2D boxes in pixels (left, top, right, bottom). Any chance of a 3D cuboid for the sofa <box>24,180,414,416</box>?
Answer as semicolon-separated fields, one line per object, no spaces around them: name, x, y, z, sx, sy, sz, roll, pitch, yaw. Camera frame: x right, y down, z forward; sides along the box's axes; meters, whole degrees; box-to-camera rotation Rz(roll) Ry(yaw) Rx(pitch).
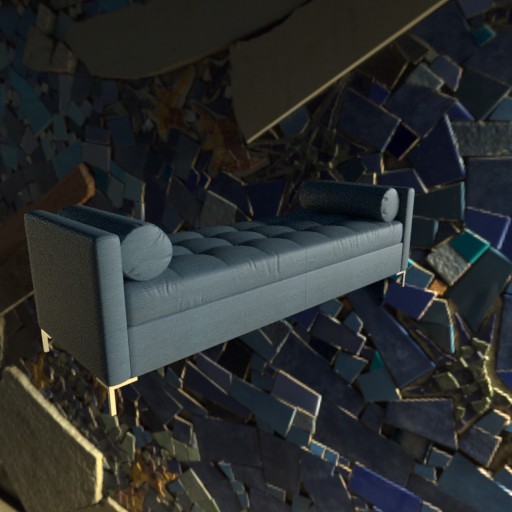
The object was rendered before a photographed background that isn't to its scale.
sofa;0.000;0.000;2.302;1.981;0.635;0.686;-14;20;-42
